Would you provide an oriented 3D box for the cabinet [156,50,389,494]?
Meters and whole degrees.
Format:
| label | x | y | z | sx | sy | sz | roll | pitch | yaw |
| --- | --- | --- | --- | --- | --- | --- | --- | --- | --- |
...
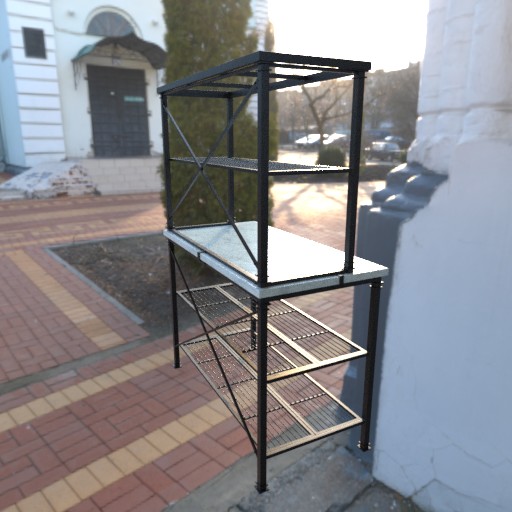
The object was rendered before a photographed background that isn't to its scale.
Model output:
| label | x | y | z | sx | sy | sz | roll | pitch | yaw |
| --- | --- | --- | --- | --- | --- | --- | --- | --- | --- |
| cabinet | 0.000 | 0.000 | 2.215 | 0.610 | 1.659 | 1.210 | -8 | 17 | -26 |
